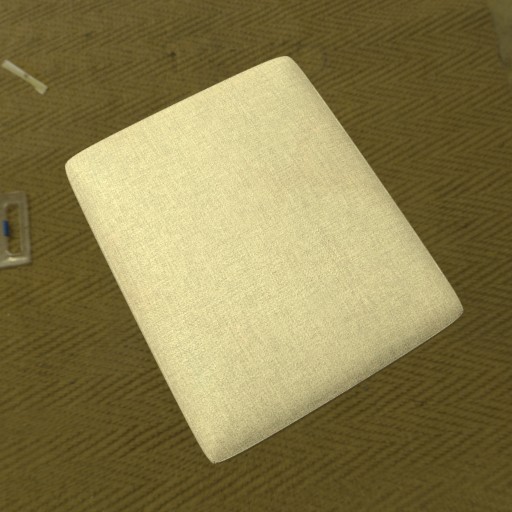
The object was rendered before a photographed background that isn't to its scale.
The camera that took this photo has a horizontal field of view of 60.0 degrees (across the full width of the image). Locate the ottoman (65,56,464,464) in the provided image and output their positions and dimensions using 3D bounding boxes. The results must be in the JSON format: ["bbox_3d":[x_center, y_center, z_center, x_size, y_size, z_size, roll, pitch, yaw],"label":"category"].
[{"bbox_3d":[0.000,0.000,1.219,0.671,0.490,0.820,-29,77,-7],"label":"ottoman"}]
